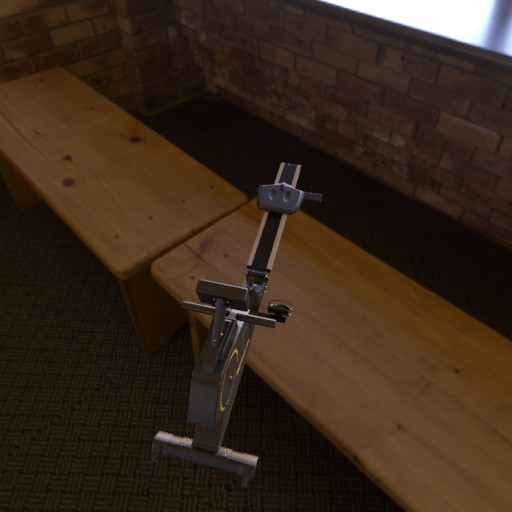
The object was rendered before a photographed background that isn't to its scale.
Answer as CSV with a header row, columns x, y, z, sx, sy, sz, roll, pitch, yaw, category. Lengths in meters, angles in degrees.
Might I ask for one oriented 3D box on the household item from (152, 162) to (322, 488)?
x,y,z,sx,sy,sz,roll,pitch,yaw,category
0.000,0.000,2.600,0.521,0.810,2.251,10,47,10,household item
